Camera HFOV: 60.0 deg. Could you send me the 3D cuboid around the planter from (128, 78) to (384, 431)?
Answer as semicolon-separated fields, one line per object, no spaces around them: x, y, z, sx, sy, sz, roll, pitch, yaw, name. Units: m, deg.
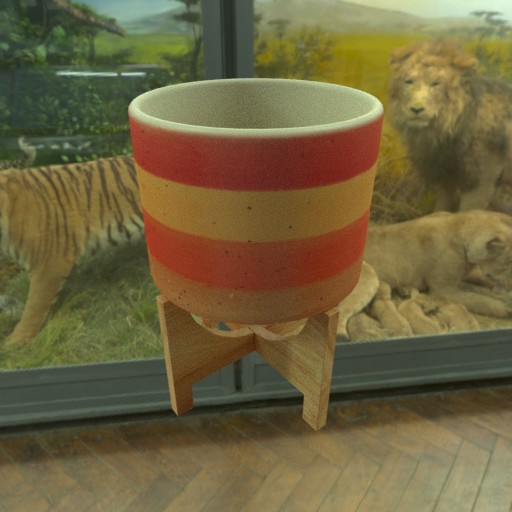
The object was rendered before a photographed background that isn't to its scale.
0.000;0.000;0.553;0.269;0.379;0.269;0;31;0;planter
